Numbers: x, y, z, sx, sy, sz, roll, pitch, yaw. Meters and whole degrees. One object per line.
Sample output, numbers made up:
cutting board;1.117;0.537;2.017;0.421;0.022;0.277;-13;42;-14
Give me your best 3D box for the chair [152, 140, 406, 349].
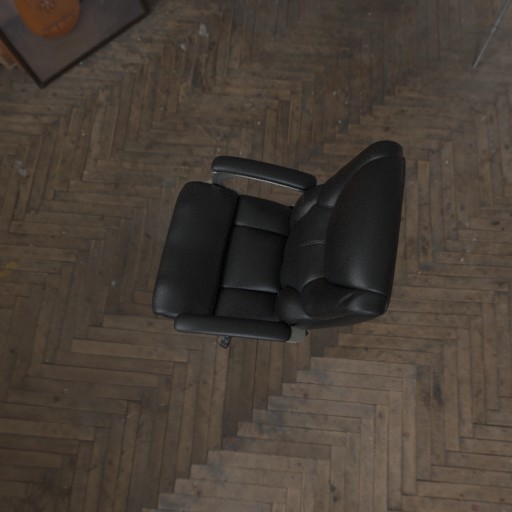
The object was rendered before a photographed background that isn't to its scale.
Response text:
chair;0.000;0.000;1.652;0.739;1.155;0.663;10;75;3
